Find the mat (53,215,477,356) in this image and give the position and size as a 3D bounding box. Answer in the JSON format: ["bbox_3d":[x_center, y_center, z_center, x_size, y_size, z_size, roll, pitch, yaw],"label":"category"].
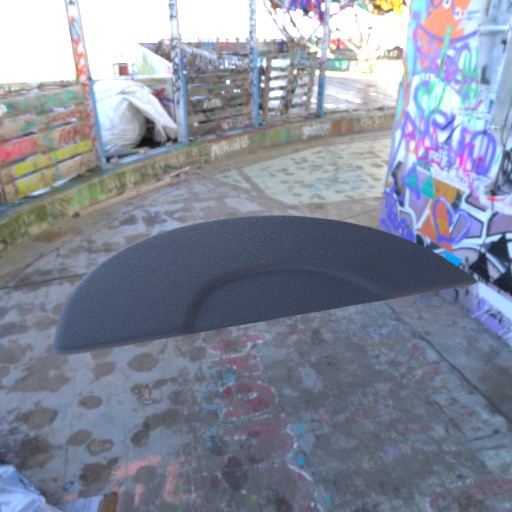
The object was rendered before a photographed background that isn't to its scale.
[{"bbox_3d":[0.000,0.000,1.879,1.525,0.016,0.917,-8,28,-15],"label":"mat"}]
